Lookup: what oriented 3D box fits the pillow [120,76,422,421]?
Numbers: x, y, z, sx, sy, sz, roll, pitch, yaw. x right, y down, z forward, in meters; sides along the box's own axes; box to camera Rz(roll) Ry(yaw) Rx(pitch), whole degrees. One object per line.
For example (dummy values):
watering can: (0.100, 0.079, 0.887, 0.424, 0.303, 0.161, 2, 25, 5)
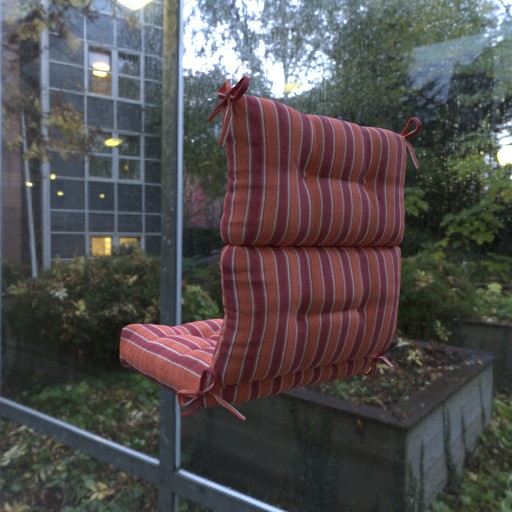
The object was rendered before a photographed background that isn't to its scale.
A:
pillow: (0.000, 0.000, 1.041, 0.519, 0.605, 0.571, -1, 1, -36)
